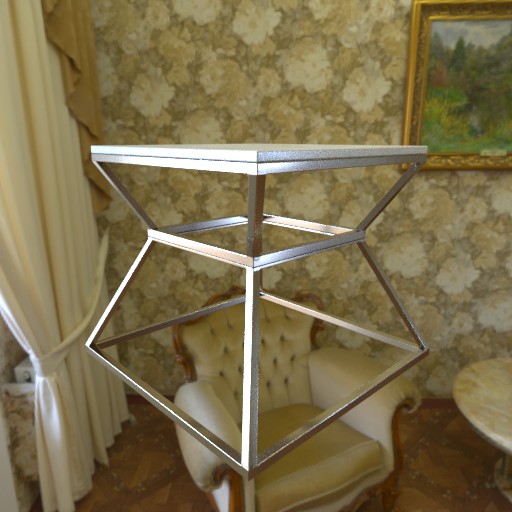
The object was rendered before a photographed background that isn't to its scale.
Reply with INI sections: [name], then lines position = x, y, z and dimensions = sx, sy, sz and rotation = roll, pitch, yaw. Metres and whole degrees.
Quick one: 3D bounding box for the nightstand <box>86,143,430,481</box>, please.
[nightstand]
position = 0.000, 0.000, 0.884
dimensions = 0.514, 0.426, 0.513
rotation = -14, 20, -42
